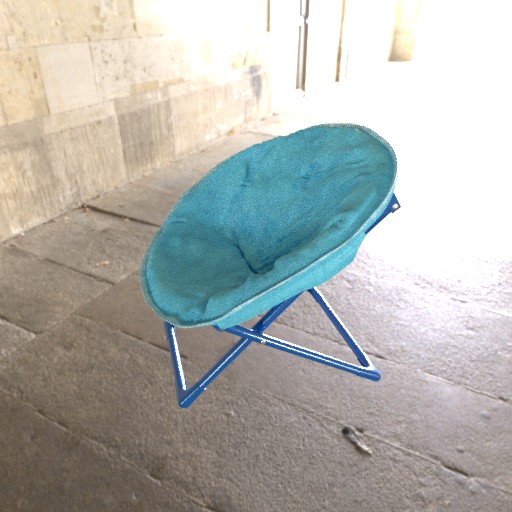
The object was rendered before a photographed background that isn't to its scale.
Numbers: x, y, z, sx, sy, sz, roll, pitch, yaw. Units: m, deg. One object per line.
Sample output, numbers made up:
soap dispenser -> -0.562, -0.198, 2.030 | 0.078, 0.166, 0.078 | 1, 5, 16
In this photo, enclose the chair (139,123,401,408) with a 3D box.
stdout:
chair -> 0.000, 0.000, 0.897 | 0.465, 0.478, 0.520 | -8, 31, -14
